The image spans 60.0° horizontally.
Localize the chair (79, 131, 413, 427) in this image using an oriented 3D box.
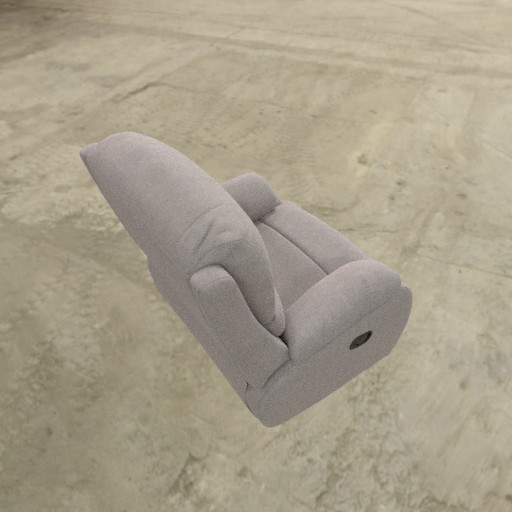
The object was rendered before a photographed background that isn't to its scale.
[{"bbox_3d":[0.000,0.000,1.707,0.899,1.011,0.930,-24,46,-26],"label":"chair"}]
